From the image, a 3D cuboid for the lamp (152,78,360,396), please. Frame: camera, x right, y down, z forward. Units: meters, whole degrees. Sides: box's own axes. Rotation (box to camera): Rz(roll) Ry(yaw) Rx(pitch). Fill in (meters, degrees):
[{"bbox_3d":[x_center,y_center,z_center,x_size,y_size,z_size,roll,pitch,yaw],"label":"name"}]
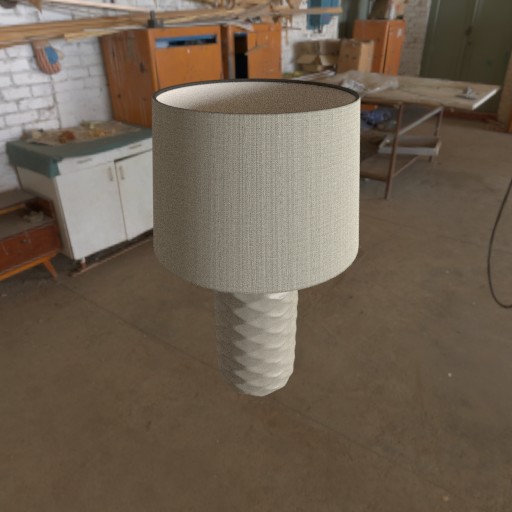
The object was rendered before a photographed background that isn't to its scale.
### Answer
[{"bbox_3d":[0.000,0.000,0.848,0.376,0.594,0.376,0,29,0],"label":"lamp"}]
